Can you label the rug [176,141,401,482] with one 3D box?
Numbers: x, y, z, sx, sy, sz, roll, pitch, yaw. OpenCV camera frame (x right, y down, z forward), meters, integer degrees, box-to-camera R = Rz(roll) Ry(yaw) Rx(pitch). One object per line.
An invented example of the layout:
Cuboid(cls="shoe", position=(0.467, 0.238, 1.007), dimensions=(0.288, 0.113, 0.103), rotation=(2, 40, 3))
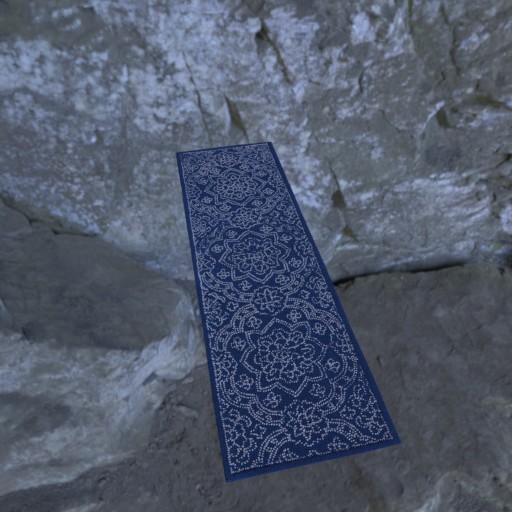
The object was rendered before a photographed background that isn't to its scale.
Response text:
Cuboid(cls="rug", position=(0.000, 0.000, 2.678), dimensions=(0.769, 0.012, 2.448), rotation=(-9, 47, -8))
